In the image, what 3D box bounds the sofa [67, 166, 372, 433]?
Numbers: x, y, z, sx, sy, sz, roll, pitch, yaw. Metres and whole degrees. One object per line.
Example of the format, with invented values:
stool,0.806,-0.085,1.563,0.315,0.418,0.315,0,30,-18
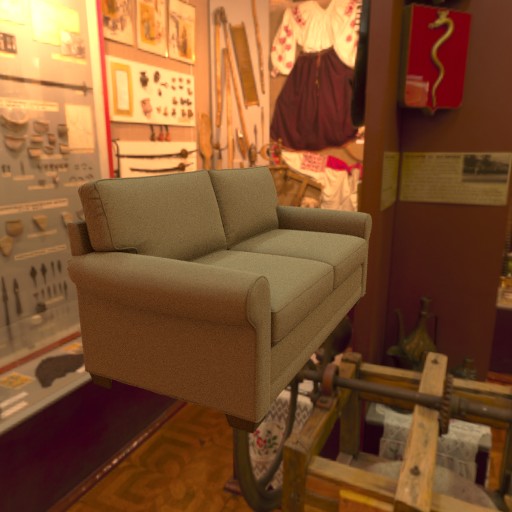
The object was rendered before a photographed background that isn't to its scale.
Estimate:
sofa,0.000,0.000,2.505,0.940,0.952,1.930,7,15,26
